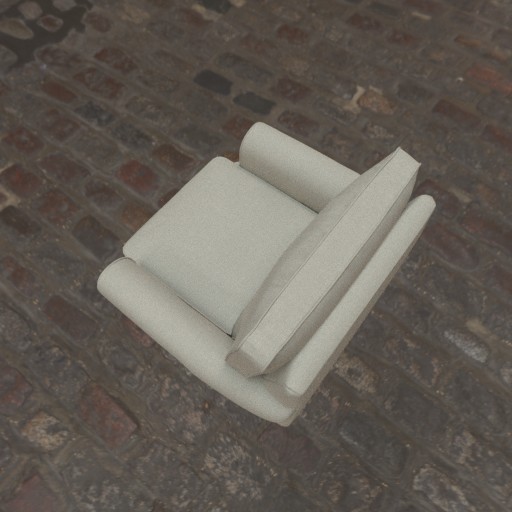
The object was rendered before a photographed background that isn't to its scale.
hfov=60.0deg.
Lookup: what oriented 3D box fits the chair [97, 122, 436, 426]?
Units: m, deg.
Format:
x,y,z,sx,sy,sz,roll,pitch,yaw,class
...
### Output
x,y,z,sx,sy,sz,roll,pitch,yaw,class
0.000,0.000,1.780,0.966,0.967,1.029,35,68,16,chair
